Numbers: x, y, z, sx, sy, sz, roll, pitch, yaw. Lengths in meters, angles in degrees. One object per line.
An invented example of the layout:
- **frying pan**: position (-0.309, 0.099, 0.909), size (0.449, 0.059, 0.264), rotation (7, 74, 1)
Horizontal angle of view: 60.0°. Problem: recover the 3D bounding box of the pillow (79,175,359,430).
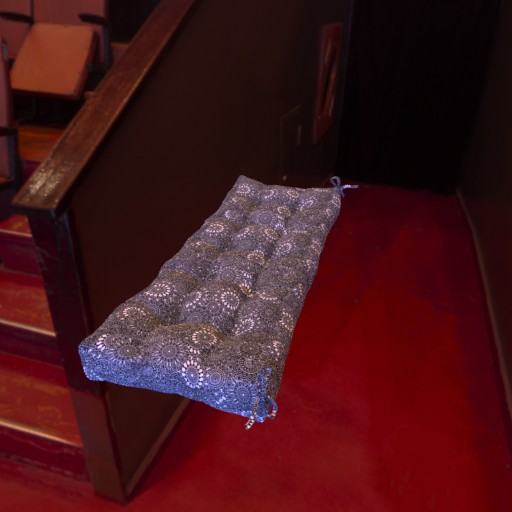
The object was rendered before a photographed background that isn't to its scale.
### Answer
- **pillow**: position (0.000, 0.000, 1.379), size (0.511, 0.174, 1.194), rotation (9, 32, 15)
